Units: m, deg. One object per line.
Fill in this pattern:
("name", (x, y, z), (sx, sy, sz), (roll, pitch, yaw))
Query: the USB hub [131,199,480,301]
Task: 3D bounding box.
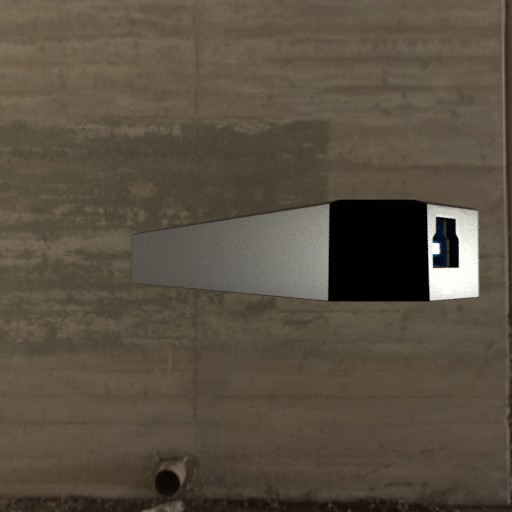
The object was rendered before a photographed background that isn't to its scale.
("USB hub", (0.000, 0.000, 0.161), (0.044, 0.023, 0.145), (1, -1, -35))
